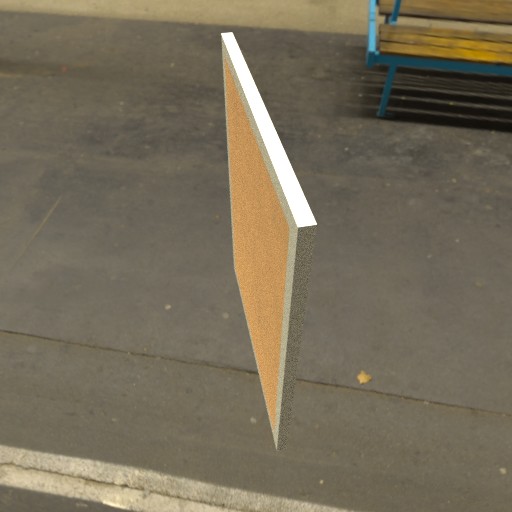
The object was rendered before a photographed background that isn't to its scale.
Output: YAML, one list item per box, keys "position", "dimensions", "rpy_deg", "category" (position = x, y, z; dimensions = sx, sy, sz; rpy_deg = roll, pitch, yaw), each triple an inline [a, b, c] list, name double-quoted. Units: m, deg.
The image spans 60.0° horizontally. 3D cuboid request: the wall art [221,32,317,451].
- position: [0.000, 0.000, 1.097]
  dimensions: [0.026, 0.811, 0.661]
  rpy_deg: [-9, 48, -8]
  category: "wall art"
